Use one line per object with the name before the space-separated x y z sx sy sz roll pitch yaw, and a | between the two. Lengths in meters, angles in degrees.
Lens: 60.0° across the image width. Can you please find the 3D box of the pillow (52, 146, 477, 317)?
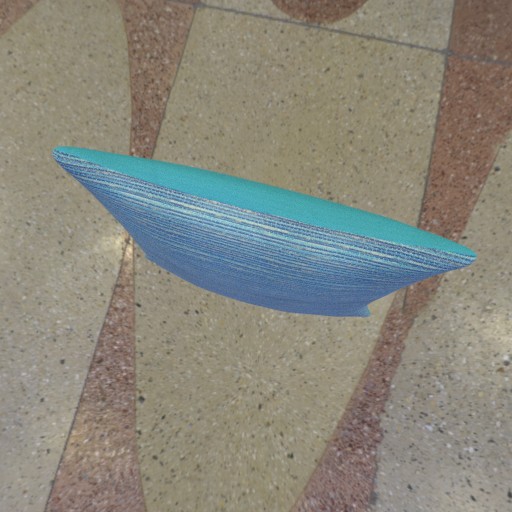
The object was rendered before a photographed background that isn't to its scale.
pillow | 0.000 0.000 0.748 0.514 0.497 0.150 14 75 4
